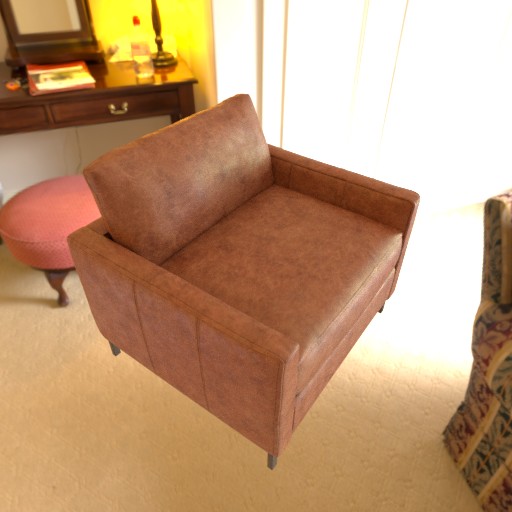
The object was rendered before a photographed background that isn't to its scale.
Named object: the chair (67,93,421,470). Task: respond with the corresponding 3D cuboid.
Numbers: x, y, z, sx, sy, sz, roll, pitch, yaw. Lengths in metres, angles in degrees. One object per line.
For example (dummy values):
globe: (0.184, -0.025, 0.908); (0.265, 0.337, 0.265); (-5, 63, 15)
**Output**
chair: (0.000, 0.000, 1.641); (0.862, 0.869, 0.967); (25, 46, 27)
